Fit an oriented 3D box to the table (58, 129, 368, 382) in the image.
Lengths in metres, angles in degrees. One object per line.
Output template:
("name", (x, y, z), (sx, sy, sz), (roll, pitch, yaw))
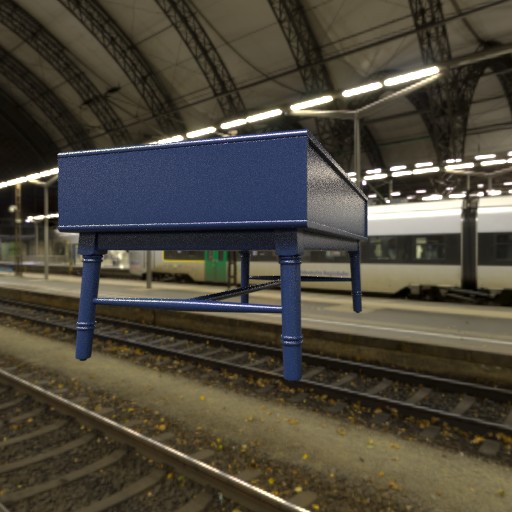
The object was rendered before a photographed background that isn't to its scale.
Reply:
("table", (0.000, 0.000, 1.373), (0.572, 0.457, 1.067), (0, 1, 20))
